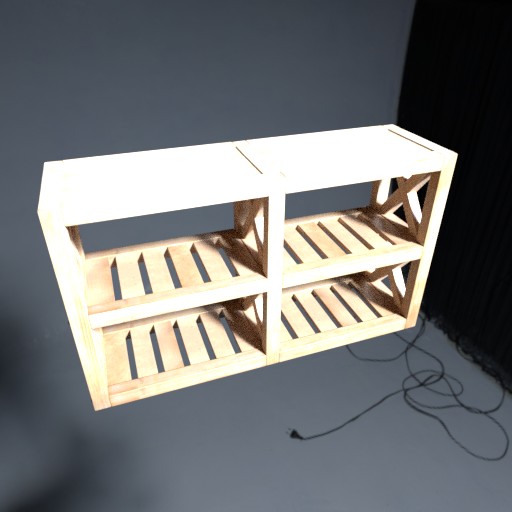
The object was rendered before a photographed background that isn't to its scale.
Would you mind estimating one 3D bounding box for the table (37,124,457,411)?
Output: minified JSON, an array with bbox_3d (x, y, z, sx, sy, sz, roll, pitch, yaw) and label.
[{"bbox_3d":[0.000,0.000,1.658,1.320,0.762,0.381,-11,34,-17],"label":"table"}]
